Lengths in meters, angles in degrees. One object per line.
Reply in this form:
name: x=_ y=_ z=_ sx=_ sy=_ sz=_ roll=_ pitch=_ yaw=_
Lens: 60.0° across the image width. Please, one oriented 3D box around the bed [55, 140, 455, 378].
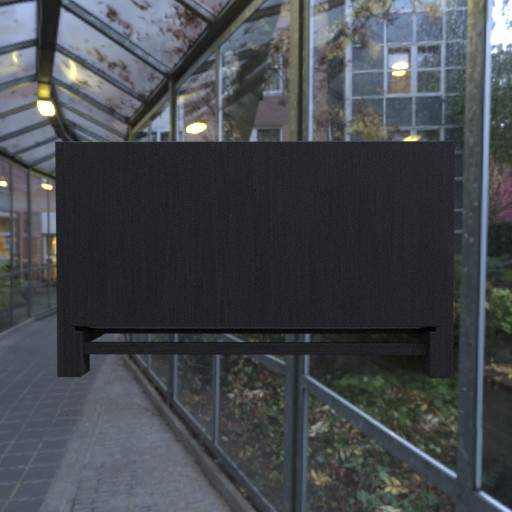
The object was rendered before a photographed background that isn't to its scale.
bed: x=0.000 y=0.000 z=3.381 sx=2.134 sy=1.270 sz=2.012 roll=0 pitch=1 yaw=1
